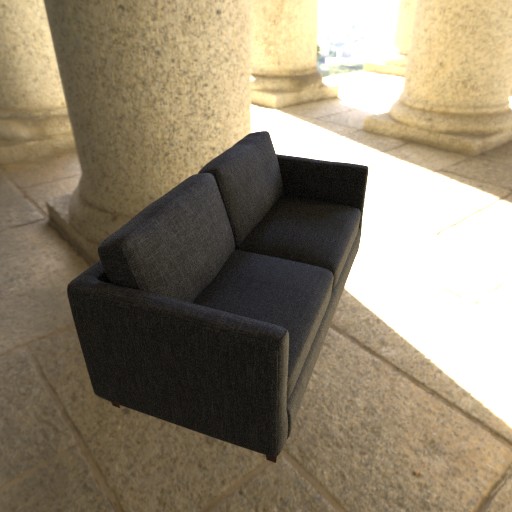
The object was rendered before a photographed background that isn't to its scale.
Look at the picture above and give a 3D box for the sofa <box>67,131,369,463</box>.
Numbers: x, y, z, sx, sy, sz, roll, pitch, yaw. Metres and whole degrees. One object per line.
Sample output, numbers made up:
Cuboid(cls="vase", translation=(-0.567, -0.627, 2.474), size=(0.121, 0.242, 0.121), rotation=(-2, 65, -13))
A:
Cuboid(cls="sofa", translation=(0.000, 0.000, 2.498), size=(0.950, 0.963, 1.884), rotation=(11, 33, 18))
